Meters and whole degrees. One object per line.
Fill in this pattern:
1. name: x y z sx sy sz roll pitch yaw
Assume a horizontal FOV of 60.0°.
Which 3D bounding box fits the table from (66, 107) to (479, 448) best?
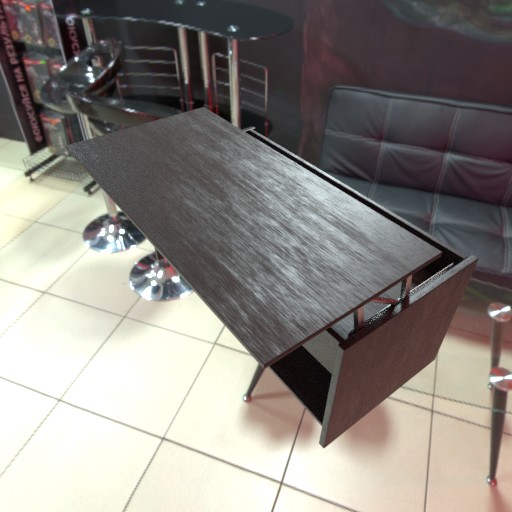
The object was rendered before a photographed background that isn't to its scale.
1. table: 0.000 0.000 1.402 0.712 0.570 1.000 -26 47 -27
